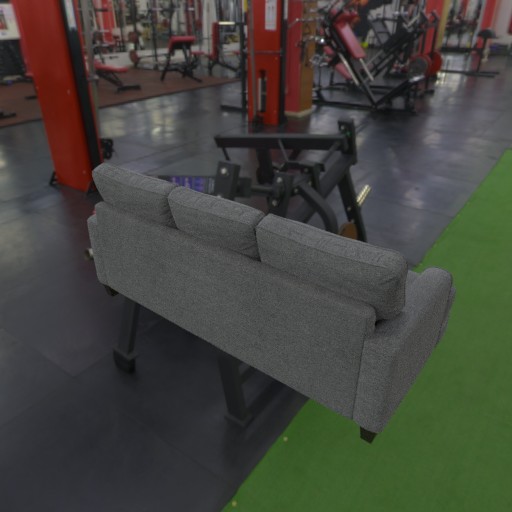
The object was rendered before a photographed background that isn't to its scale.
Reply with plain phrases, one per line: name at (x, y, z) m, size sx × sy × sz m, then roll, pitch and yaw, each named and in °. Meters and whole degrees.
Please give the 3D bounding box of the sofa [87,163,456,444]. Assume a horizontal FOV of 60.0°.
sofa at (0.000, 0.000, 2.712) m, size 2.158 × 0.965 × 0.951 m, roll 21°, pitch 35°, yaw 33°
